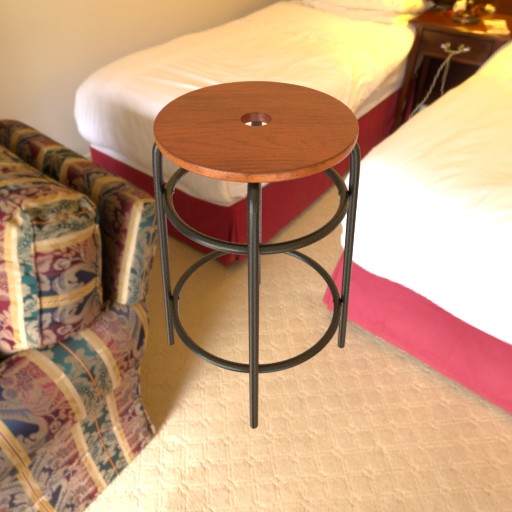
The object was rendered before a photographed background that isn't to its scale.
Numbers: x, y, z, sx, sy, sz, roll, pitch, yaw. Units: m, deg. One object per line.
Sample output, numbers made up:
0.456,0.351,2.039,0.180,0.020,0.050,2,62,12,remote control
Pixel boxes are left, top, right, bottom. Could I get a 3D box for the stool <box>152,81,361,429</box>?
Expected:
0.000,0.000,0.935,0.455,0.610,0.455,1,42,1,stool
